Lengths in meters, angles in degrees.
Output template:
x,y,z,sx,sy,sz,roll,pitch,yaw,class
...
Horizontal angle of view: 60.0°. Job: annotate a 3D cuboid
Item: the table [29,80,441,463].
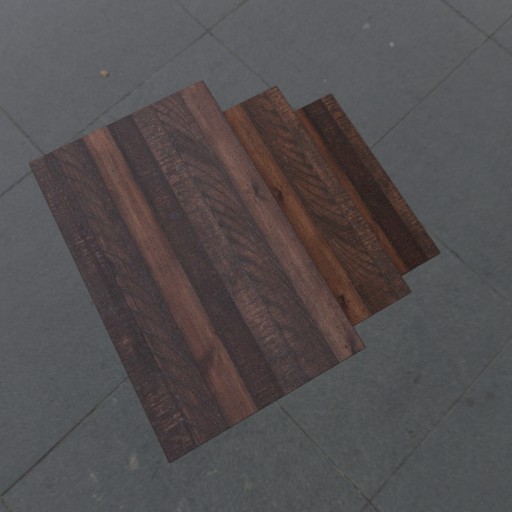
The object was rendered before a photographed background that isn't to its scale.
x,y,z,sx,sy,sz,roll,pitch,yaw,class
0.000,0.000,1.119,0.660,0.616,0.608,-28,77,-7,table
